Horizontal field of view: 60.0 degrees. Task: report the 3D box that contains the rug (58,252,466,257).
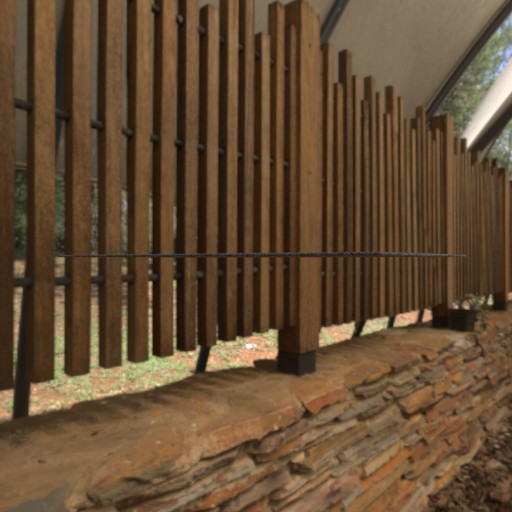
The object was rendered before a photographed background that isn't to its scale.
[{"bbox_3d":[0.000,0.000,2.254,1.754,0.010,1.139,0,-1,37],"label":"rug"}]
